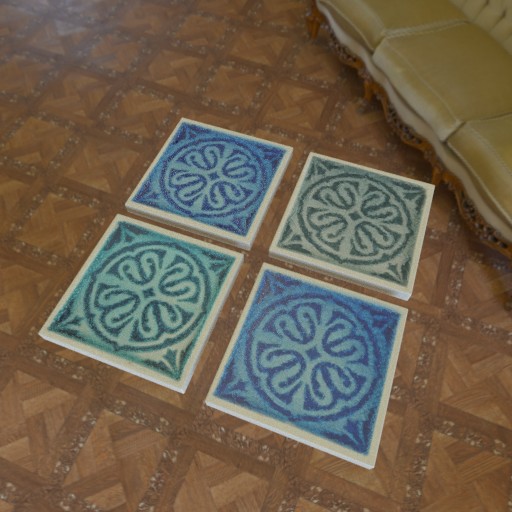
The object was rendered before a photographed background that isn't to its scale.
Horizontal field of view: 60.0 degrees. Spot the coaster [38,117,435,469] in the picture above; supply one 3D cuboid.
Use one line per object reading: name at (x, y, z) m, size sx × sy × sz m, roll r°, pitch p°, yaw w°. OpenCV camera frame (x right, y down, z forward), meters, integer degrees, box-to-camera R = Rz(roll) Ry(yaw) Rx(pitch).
coaster at (0.000, 0.000, 0.319) m, size 0.219 × 0.010 × 0.214 m, roll 18°, pitch 61°, yaw 10°
